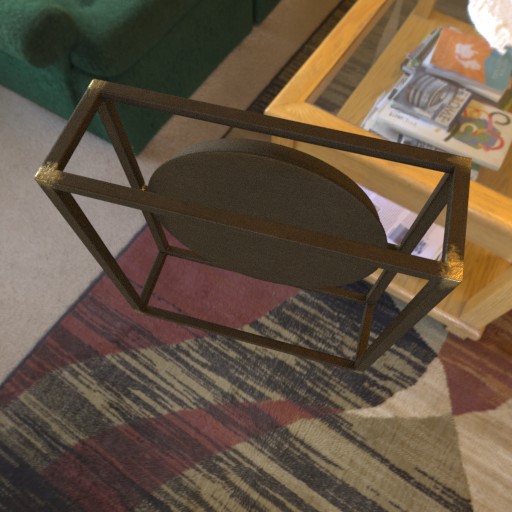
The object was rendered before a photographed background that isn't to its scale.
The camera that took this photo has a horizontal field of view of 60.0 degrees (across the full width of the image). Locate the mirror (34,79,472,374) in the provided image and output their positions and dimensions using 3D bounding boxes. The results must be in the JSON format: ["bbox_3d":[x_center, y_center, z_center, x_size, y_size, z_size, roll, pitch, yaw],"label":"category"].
[{"bbox_3d":[0.000,0.000,0.463,0.306,0.303,0.107,14,65,7],"label":"mirror"}]
